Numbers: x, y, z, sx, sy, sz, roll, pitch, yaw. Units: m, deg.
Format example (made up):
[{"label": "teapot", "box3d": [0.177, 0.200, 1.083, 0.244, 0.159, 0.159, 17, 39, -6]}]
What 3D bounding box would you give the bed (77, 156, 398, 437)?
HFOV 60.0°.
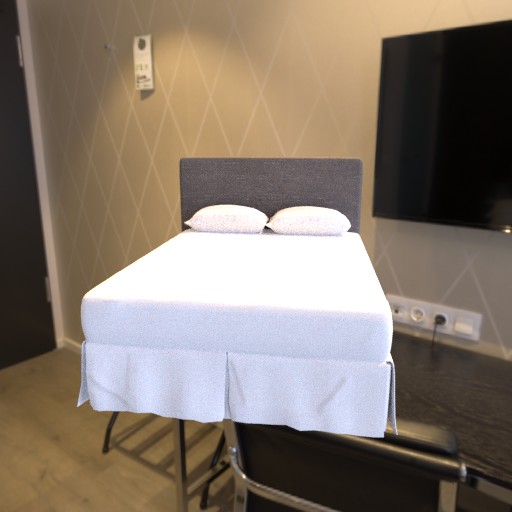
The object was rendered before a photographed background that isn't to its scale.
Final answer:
[{"label": "bed", "box3d": [0.000, 0.000, 3.156, 1.723, 1.330, 2.142, 2, 14, 8]}]
